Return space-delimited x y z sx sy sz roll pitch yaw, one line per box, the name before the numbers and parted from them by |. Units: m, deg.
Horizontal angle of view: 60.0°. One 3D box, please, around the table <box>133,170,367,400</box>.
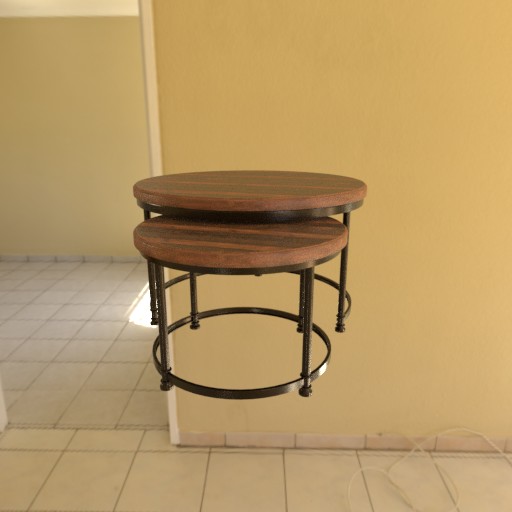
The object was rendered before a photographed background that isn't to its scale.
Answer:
table | 0.000 0.000 1.633 0.870 0.516 1.152 -2 16 -8
